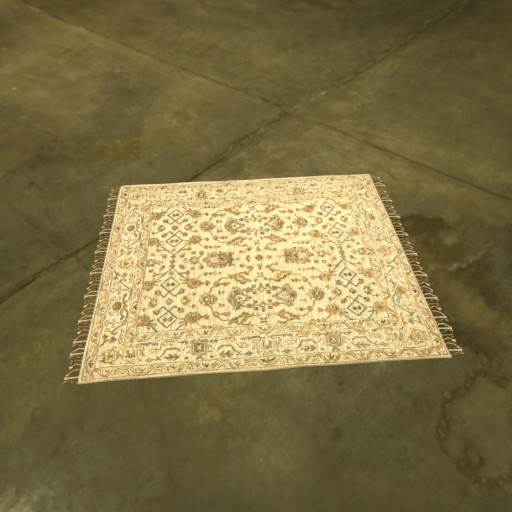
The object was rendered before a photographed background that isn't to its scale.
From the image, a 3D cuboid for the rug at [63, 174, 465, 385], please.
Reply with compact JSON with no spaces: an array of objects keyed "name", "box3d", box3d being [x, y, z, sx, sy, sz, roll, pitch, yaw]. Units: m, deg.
[{"name":"rug","box3d":[0.000,0.000,4.181,3.061,0.034,2.426,-3,46,-3]}]
